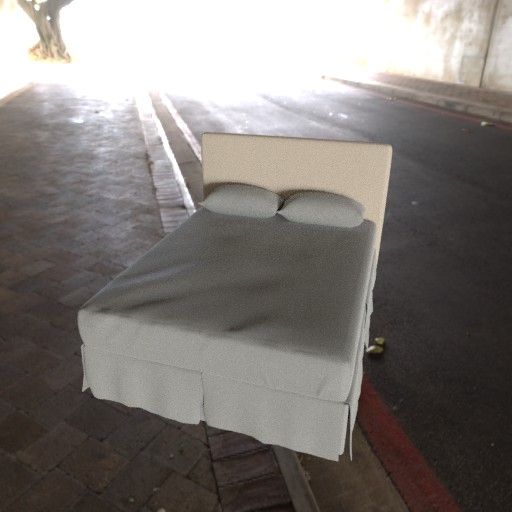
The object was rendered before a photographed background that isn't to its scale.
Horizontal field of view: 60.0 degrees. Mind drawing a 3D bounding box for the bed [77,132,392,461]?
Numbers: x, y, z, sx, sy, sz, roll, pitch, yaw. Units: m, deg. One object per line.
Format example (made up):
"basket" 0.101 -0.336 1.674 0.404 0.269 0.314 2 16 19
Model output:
"bed" 0.000 0.000 3.255 1.748 1.330 2.142 8 28 15
